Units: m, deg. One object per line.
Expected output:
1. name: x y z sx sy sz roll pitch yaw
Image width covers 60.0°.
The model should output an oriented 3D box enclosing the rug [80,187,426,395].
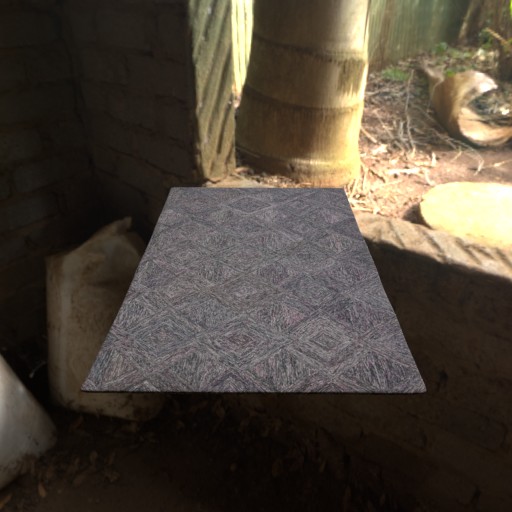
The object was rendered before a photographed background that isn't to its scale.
1. rug: 0.000 0.000 2.207 1.158 0.013 1.752 0 31 0
